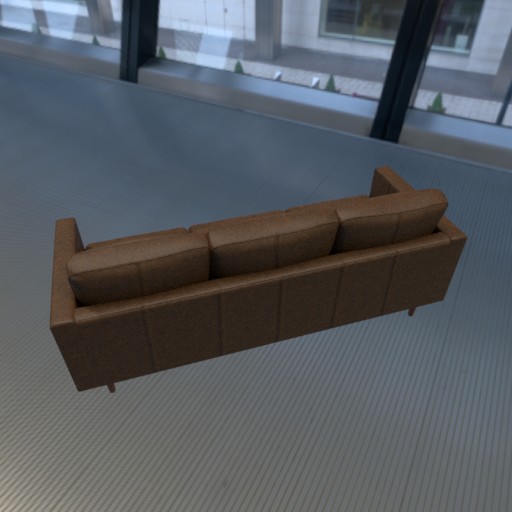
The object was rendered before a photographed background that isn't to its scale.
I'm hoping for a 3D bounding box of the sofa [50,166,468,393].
[{"bbox_3d":[0.000,0.000,2.712,2.231,0.930,0.903,-11,41,-13],"label":"sofa"}]
